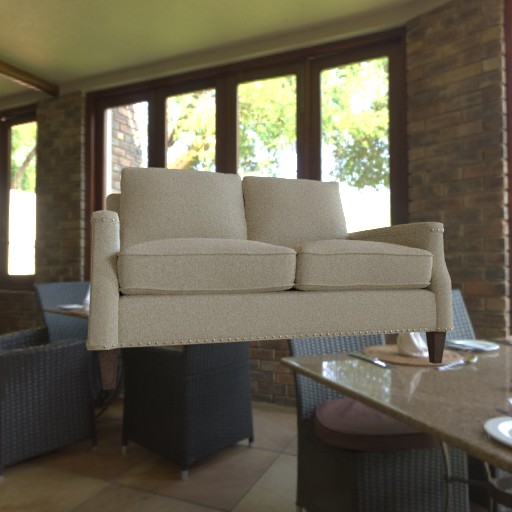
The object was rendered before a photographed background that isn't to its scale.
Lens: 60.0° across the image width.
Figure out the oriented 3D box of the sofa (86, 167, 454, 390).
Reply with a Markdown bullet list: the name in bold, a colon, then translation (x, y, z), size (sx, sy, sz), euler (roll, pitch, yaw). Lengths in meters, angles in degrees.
- **sofa**: translation (0.000, 0.000, 2.303), size (1.597, 1.003, 1.084), euler (0, -2, -18)
